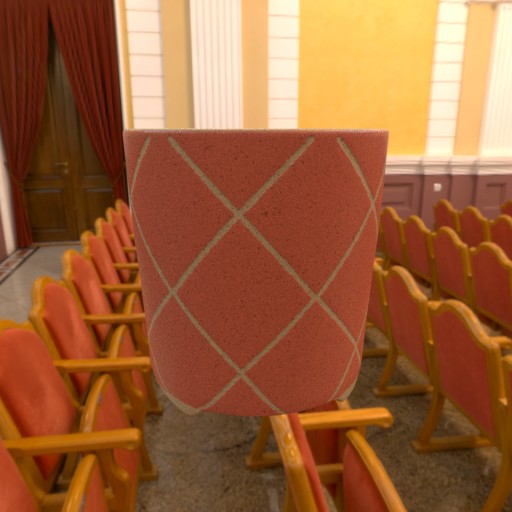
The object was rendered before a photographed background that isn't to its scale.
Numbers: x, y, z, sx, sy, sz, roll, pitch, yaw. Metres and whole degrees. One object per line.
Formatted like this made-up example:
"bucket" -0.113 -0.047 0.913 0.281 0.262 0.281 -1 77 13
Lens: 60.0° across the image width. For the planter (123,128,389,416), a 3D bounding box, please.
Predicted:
"planter" 0.000 0.000 0.425 0.227 0.235 0.227 0 16 0
